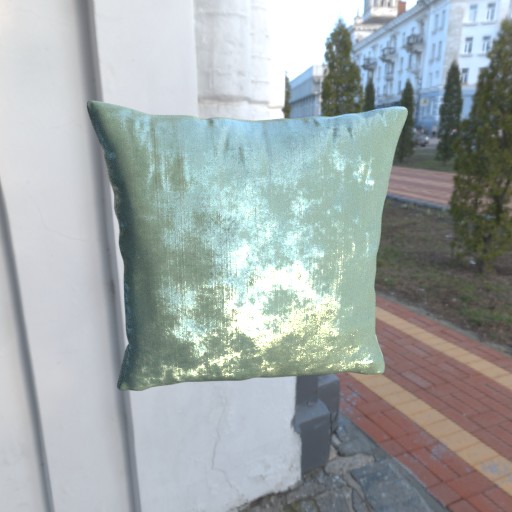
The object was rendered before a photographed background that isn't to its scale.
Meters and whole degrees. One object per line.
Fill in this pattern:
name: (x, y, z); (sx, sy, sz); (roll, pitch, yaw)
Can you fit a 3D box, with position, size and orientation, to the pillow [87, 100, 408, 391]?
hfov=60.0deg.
pillow: (0.000, 0.000, 0.707); (0.470, 0.464, 0.175); (-2, 16, -8)
